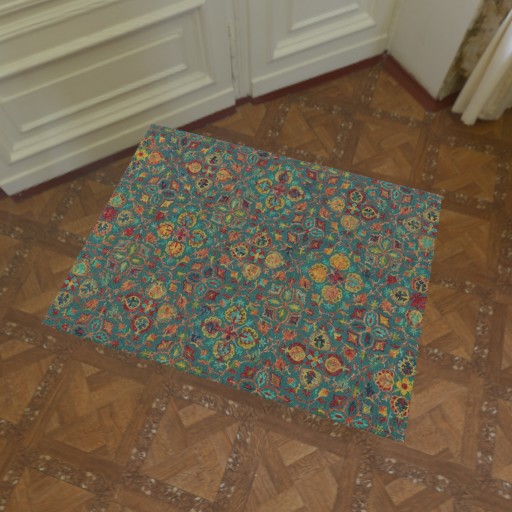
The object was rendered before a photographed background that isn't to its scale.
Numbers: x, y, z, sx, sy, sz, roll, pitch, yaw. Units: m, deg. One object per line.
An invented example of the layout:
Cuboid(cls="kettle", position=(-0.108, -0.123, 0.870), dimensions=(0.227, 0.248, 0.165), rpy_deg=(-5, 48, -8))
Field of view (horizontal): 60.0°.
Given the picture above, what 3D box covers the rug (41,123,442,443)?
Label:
Cuboid(cls="rug", position=(0.000, 0.000, 4.197), dimensions=(3.204, 0.025, 2.434), rpy_deg=(16, 65, 8))
